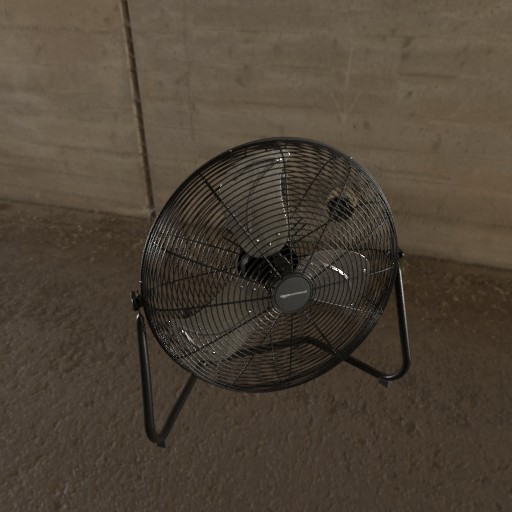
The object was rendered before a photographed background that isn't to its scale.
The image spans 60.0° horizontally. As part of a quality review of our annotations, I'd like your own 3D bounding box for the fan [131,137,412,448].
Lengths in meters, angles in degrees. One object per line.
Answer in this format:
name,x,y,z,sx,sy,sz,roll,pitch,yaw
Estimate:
fan,0.000,0.000,1.008,0.595,0.605,0.470,-10,33,-15
